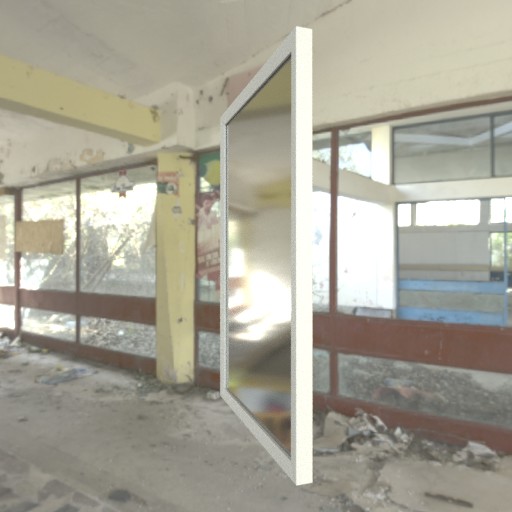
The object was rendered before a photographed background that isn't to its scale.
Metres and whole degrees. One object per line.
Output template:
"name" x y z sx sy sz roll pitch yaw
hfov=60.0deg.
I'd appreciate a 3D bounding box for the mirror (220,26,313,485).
"mirror" 0.000 0.000 1.176 0.041 0.914 0.609 0 0 -19
